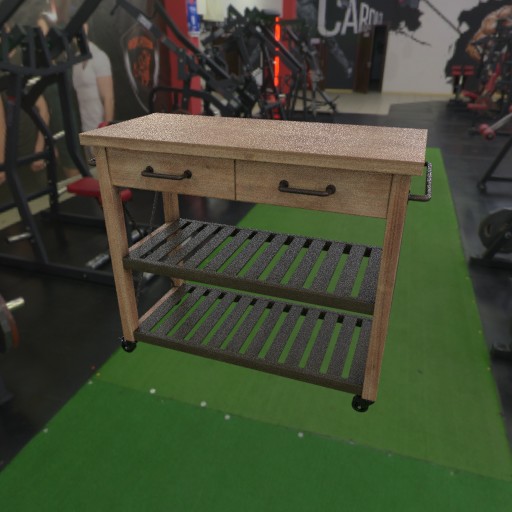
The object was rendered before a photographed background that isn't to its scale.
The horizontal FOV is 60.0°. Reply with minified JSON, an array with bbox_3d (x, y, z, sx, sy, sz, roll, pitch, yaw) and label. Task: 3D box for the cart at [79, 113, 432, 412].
[{"bbox_3d":[0.000,0.000,1.011,0.686,0.554,0.298,9,28,18],"label":"cart"}]
